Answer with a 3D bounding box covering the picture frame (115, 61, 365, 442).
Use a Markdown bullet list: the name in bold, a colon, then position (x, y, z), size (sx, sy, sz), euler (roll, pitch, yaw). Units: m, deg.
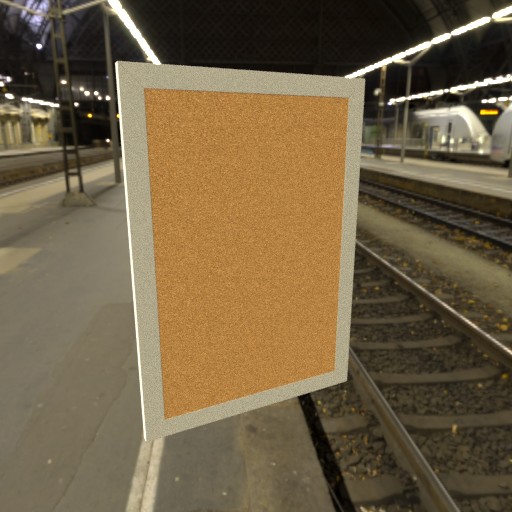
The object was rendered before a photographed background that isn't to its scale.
- **picture frame**: position (0.000, 0.000, 0.593), size (0.326, 0.459, 0.011), euler (-8, 17, -26)
